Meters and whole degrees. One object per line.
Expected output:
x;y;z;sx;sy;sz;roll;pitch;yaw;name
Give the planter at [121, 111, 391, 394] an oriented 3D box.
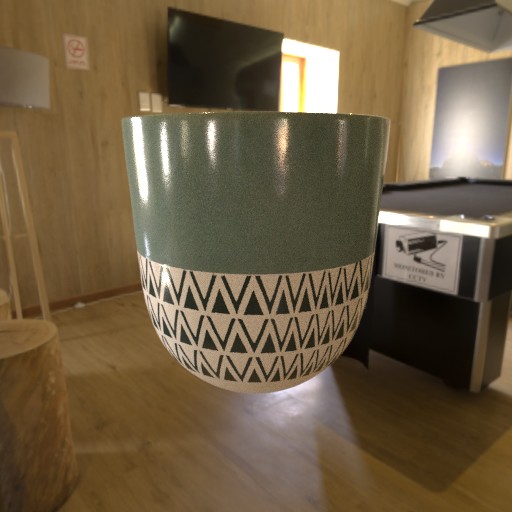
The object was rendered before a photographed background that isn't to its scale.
0.000;0.000;0.366;0.198;0.214;0.198;0;14;0;planter
